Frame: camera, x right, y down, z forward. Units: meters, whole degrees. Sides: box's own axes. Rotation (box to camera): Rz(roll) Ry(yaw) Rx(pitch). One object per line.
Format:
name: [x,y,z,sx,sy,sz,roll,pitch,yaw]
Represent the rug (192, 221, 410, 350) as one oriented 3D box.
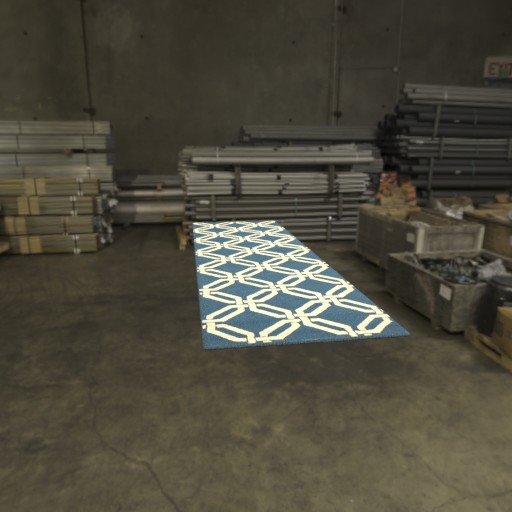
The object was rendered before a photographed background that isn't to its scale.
rug: [0.000,0.000,2.495,0.678,0.014,2.276,-2,14,-9]
